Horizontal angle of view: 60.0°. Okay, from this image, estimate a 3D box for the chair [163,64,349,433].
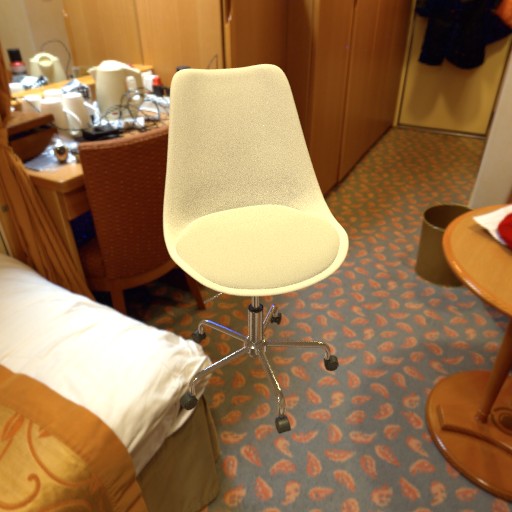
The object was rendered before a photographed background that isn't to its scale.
[{"bbox_3d":[0.000,0.000,1.271,0.550,0.930,0.550,-10,34,-15],"label":"chair"}]
